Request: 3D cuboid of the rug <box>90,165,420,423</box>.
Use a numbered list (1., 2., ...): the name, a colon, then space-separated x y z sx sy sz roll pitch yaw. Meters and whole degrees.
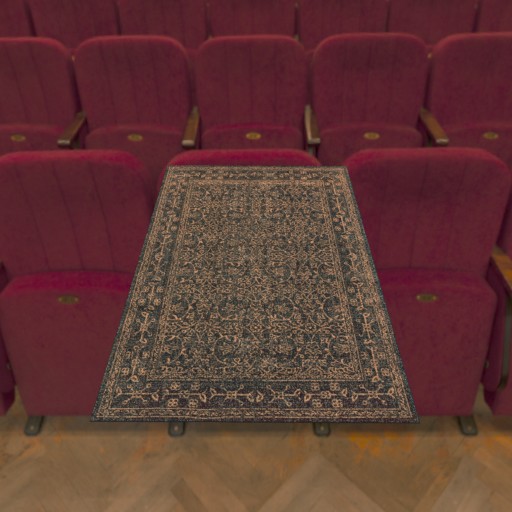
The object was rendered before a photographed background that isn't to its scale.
1. rug: 0.000 0.000 2.288 1.200 0.005 1.819 0 42 0
